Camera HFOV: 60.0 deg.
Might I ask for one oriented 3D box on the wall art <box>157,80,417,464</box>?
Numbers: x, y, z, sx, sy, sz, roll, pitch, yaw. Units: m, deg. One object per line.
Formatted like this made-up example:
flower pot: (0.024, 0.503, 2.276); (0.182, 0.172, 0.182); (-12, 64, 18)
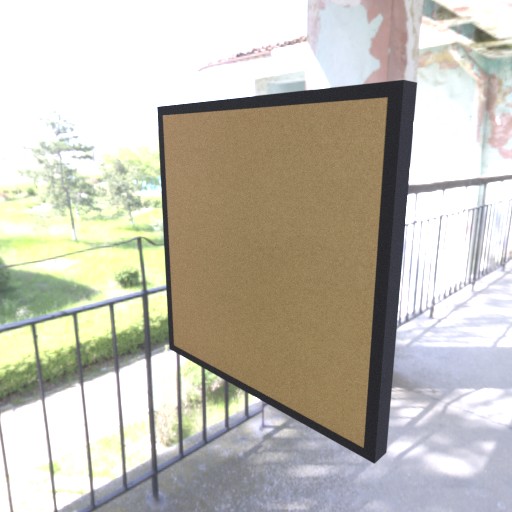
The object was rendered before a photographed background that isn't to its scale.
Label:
wall art: (0.000, 0.000, 0.749); (0.033, 0.507, 0.508); (-14, 19, -43)
